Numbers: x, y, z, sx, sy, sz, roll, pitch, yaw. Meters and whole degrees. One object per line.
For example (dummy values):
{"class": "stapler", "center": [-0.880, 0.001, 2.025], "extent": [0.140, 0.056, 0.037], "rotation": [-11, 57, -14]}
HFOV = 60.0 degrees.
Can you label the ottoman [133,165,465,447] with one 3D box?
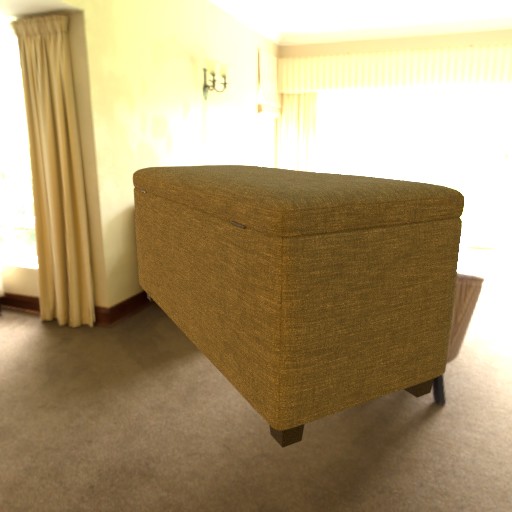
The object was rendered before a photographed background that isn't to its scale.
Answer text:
{"class": "ottoman", "center": [0.000, 0.000, 1.129], "extent": [0.419, 0.432, 0.902], "rotation": [-8, 16, -27]}
